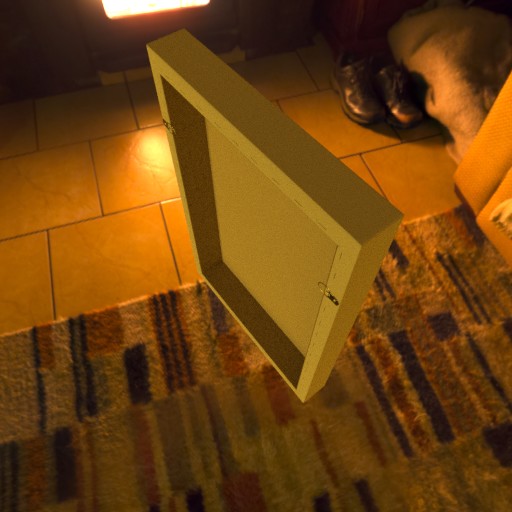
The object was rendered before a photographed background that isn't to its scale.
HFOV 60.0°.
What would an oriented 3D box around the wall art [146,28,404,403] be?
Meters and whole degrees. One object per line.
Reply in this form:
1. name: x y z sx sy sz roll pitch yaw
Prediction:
1. wall art: 0.000 0.000 0.483 0.039 0.381 0.252 -33 64 -19
